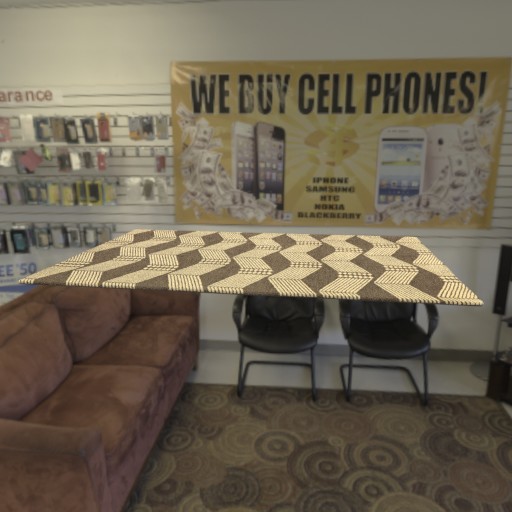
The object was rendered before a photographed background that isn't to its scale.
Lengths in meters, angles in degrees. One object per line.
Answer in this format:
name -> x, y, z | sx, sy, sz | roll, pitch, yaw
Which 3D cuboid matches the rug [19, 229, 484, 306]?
rug -> 0.000, 0.000, 2.293 | 1.833, 0.016, 1.210 | 2, 14, 8
